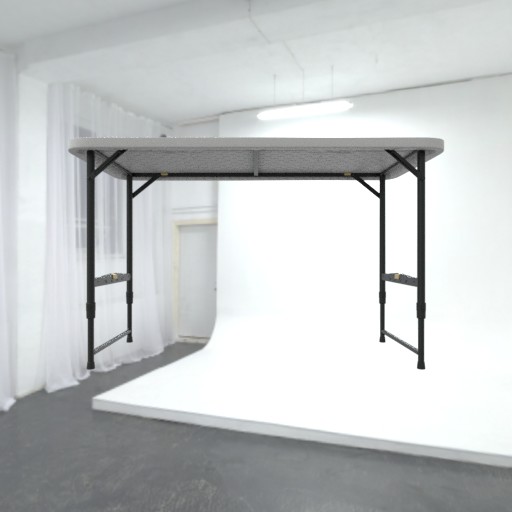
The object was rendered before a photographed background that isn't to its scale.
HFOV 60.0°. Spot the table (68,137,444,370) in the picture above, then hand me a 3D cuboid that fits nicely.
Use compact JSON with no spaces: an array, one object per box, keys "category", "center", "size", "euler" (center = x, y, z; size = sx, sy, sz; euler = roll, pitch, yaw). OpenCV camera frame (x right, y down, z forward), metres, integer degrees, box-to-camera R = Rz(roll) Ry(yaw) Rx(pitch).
[{"category":"table","center":[0.000,0.000,1.671],"size":[1.219,0.737,0.610],"euler":[0,0,0]}]
